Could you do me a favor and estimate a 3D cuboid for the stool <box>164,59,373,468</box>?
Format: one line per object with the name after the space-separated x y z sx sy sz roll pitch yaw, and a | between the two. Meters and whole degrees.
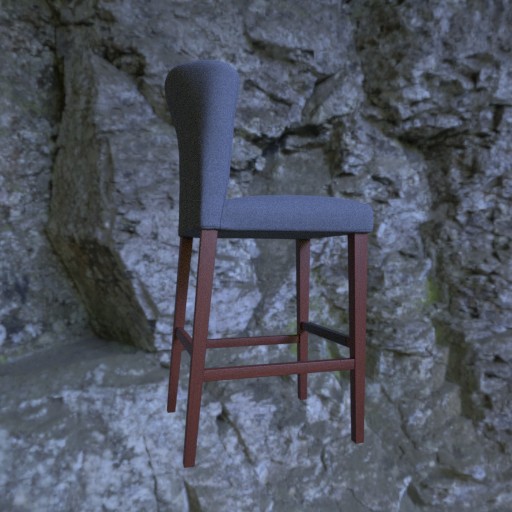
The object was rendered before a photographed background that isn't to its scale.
0.000 0.000 1.400 0.568 1.069 0.481 0 0 -17 | stool
